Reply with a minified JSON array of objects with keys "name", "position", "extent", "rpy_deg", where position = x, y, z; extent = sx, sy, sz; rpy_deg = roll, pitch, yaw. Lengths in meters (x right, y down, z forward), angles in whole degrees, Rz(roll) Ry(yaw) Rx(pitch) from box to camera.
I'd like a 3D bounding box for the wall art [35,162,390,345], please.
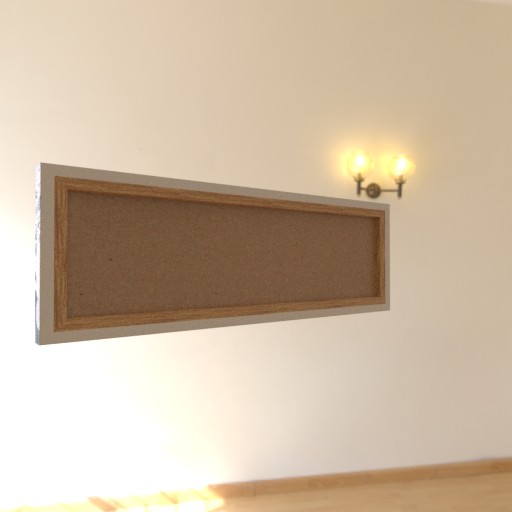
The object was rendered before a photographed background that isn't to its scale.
[{"name":"wall art","position":[0.000,0.000,0.851],"extent":[0.763,0.255,0.038],"rpy_deg":[1,-1,-36]}]
